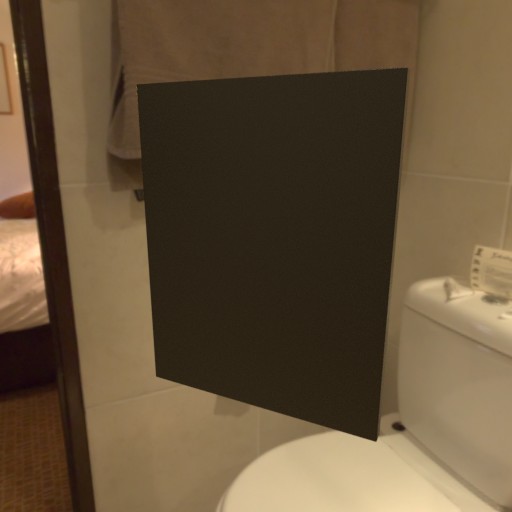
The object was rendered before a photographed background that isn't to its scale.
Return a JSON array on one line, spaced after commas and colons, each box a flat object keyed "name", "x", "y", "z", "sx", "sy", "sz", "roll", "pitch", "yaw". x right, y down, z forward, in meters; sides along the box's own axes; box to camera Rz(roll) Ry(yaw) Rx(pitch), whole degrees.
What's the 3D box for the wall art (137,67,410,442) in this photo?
[{"name": "wall art", "x": 0.000, "y": 0.000, "z": 1.588, "sx": 0.950, "sy": 1.194, "sz": 0.053, "roll": 8, "pitch": 17, "yaw": 26}]
